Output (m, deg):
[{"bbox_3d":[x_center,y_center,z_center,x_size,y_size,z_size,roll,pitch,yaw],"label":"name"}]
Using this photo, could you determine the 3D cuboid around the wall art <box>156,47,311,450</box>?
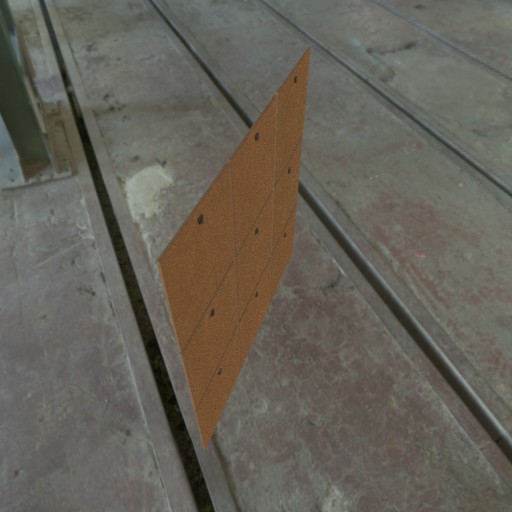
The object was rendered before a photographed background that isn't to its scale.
[{"bbox_3d":[0.000,0.000,2.289,0.023,1.522,1.526,16,50,14],"label":"wall art"}]
